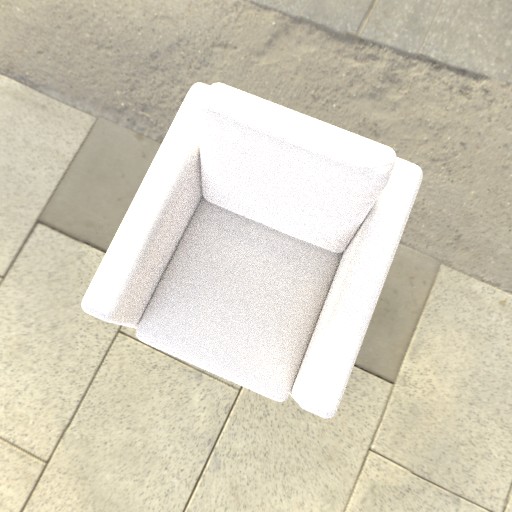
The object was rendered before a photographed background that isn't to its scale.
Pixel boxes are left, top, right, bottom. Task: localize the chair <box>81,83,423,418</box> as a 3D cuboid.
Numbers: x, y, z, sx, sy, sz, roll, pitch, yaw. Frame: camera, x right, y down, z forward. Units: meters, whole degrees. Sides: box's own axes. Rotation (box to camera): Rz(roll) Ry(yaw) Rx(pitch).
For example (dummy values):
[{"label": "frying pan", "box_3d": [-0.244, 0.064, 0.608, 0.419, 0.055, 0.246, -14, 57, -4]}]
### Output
[{"label": "chair", "box_3d": [0.000, 0.000, 1.594, 0.831, 0.899, 0.879, 23, 78, 5]}]
